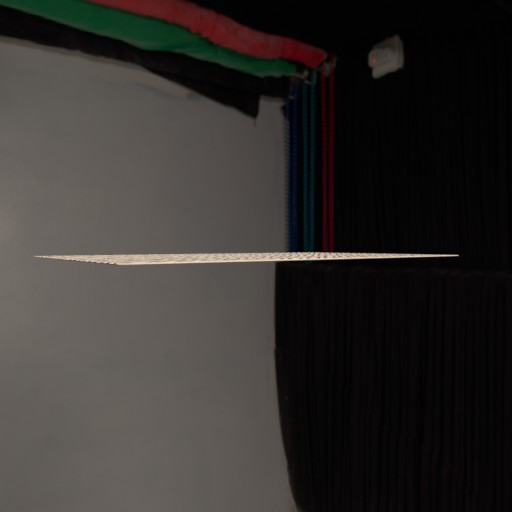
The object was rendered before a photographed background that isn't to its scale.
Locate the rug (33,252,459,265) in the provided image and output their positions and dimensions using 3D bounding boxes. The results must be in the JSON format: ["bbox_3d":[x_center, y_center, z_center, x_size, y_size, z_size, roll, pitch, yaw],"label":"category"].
[{"bbox_3d":[0.000,0.000,2.975,2.438,0.008,1.523,-1,2,-37],"label":"rug"}]
